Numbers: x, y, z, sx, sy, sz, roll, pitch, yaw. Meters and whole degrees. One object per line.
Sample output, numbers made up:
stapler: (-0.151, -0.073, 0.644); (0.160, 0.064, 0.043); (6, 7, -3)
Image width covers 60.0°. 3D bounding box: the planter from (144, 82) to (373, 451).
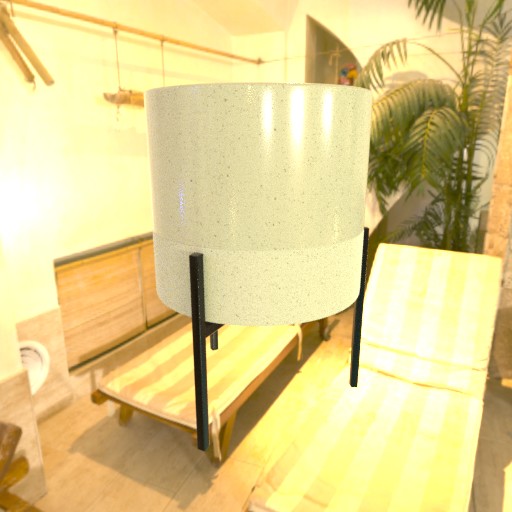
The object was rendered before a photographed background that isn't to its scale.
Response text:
planter: (0.000, 0.000, 0.331); (0.152, 0.230, 0.159); (8, 18, 26)
